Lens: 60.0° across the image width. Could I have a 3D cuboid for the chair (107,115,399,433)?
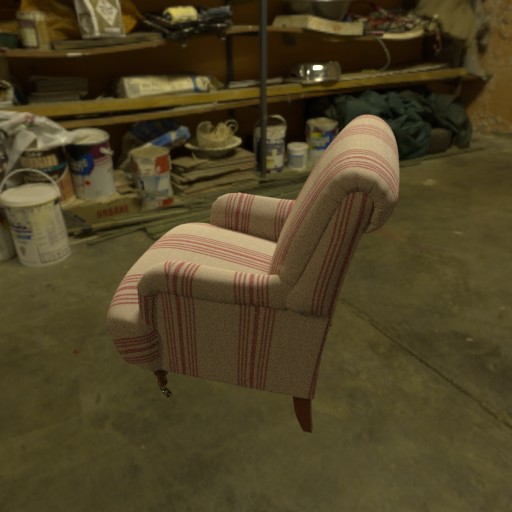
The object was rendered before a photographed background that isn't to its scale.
[{"bbox_3d":[0.000,0.000,1.917,1.058,1.123,0.933,7,29,13],"label":"chair"}]
